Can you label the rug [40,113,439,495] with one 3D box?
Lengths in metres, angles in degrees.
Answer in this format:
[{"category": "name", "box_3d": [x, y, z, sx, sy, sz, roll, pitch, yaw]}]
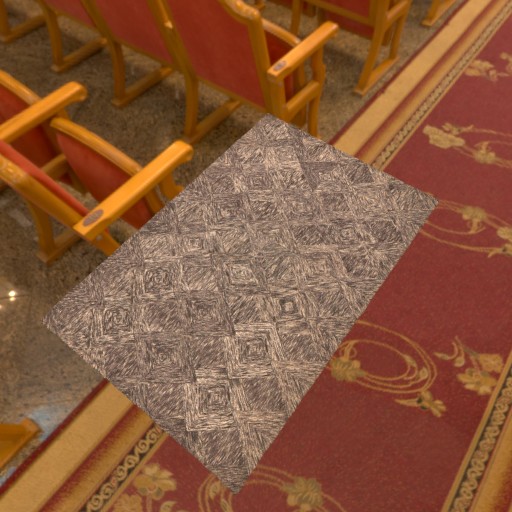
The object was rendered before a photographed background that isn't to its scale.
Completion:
[{"category": "rug", "box_3d": [0.000, 0.000, 2.259, 1.189, 0.011, 1.808, 33, 63, 19]}]
